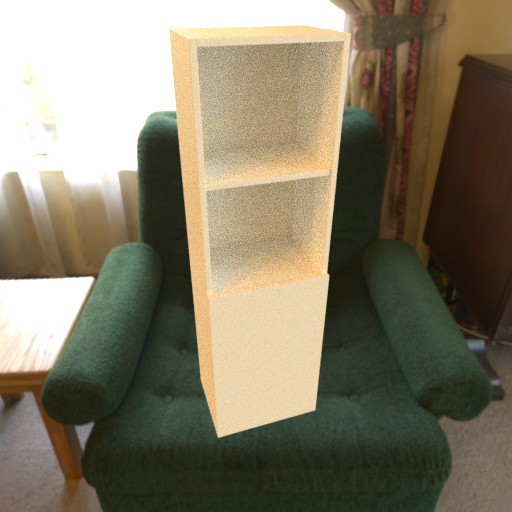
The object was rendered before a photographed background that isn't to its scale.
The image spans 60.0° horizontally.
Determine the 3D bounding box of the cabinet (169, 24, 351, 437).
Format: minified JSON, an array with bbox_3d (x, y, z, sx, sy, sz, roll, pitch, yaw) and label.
[{"bbox_3d":[0.000,0.000,1.486,0.400,1.350,0.300,-10,33,-16],"label":"cabinet"}]
